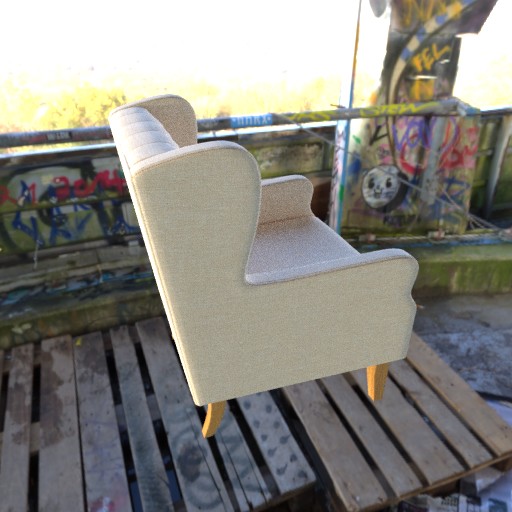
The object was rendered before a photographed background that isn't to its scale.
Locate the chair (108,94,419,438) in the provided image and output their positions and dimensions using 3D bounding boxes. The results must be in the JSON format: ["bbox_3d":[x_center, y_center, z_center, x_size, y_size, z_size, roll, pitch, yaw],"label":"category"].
[{"bbox_3d":[0.000,0.000,1.448,0.760,0.930,0.710,-10,32,-17],"label":"chair"}]
